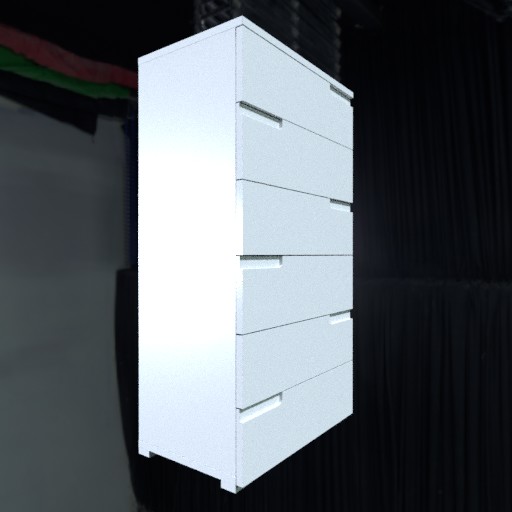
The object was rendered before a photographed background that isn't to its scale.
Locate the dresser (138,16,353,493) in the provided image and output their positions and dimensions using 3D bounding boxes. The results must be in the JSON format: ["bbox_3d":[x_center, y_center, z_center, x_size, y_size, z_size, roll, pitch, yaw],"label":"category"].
[{"bbox_3d":[0.000,0.000,1.476,0.400,1.190,0.650,0,0,37],"label":"dresser"}]
